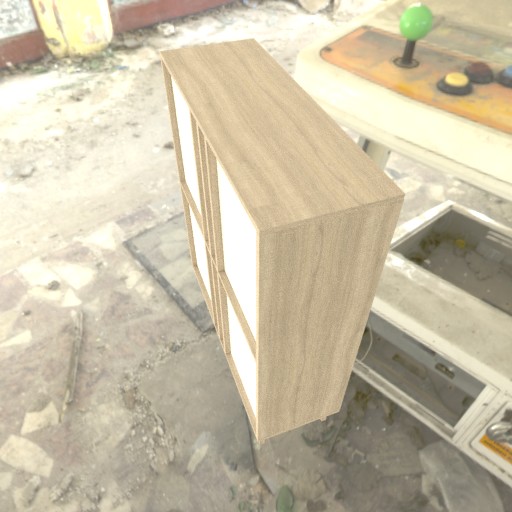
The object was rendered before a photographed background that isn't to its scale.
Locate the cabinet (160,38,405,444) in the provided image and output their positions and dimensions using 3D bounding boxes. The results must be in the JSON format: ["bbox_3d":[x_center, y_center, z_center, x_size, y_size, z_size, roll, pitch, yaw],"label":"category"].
[{"bbox_3d":[0.000,0.000,1.933,0.398,1.388,1.111,-15,48,-14],"label":"cabinet"}]
